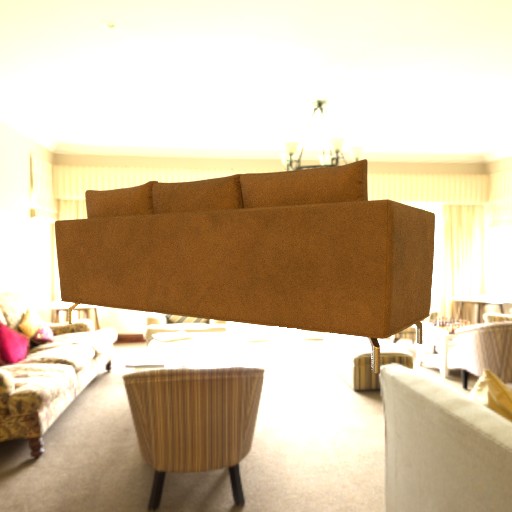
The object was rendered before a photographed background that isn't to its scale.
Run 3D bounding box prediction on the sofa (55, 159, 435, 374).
[{"bbox_3d":[0.000,0.000,3.179,2.438,0.987,1.622,1,1,34],"label":"sofa"}]
